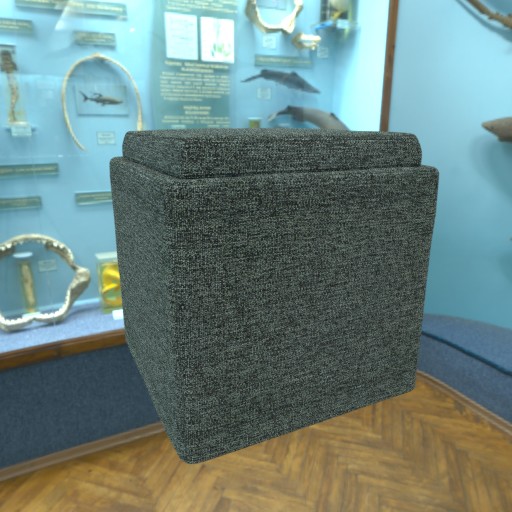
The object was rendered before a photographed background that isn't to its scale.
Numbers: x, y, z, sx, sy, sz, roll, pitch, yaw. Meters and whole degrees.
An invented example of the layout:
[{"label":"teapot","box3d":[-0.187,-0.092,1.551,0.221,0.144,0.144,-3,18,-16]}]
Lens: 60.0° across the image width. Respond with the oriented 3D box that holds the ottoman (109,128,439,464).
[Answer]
[{"label":"ottoman","box3d":[0.000,0.000,0.837,0.450,0.463,0.450,-8,19,-25]}]
